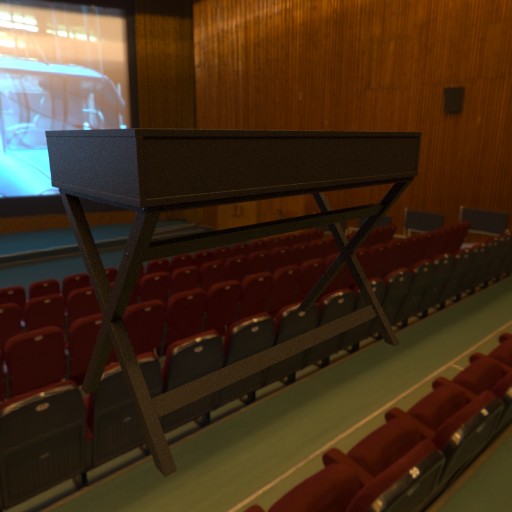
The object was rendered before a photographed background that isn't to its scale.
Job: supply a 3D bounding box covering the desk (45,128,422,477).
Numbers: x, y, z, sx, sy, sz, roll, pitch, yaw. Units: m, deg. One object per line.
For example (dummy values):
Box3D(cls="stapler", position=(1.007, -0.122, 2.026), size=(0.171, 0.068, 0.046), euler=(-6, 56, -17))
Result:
Box3D(cls="desk", position=(0.000, 0.000, 1.442), size=(1.057, 0.780, 0.504), euler=(-13, 20, -40))
